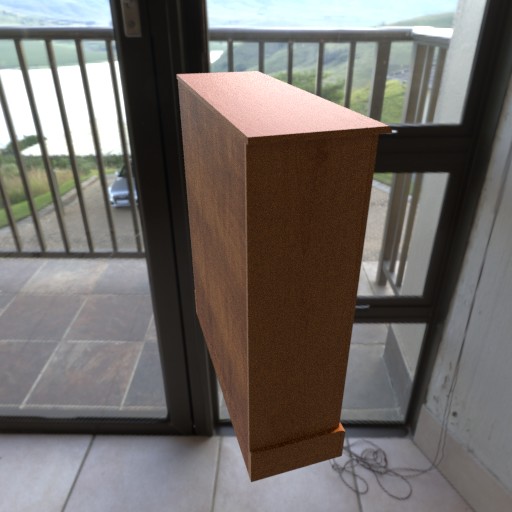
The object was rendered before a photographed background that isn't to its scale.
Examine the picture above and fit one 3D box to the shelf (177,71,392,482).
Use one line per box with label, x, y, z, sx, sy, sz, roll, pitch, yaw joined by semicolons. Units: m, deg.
shelf;0.000;0.000;1.401;0.291;0.980;0.840;-9;31;-15
